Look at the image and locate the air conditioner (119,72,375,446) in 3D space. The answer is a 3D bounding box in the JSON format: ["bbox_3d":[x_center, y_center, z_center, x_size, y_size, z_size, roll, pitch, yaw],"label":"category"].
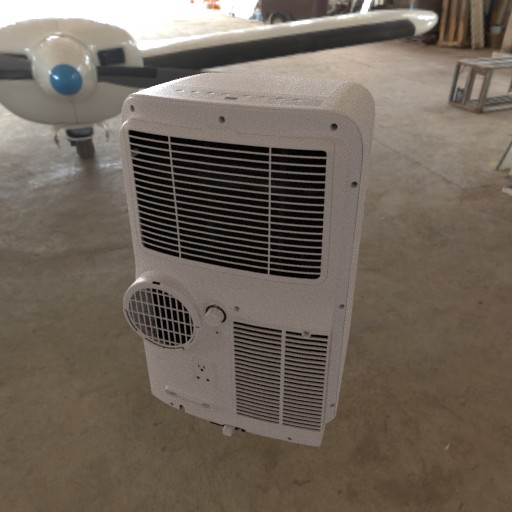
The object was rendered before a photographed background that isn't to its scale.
[{"bbox_3d":[0.000,0.000,1.032,0.478,0.765,0.467,10,34,16],"label":"air conditioner"}]
